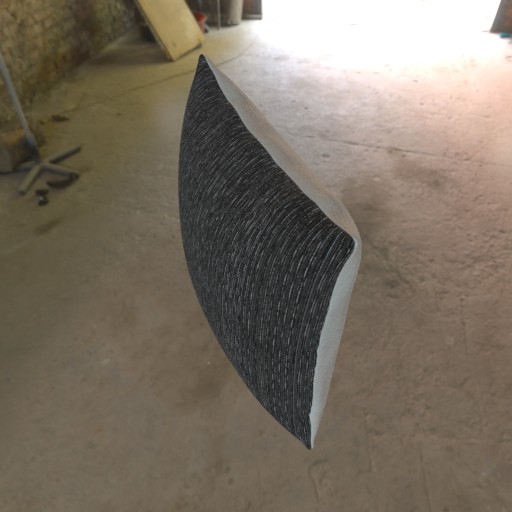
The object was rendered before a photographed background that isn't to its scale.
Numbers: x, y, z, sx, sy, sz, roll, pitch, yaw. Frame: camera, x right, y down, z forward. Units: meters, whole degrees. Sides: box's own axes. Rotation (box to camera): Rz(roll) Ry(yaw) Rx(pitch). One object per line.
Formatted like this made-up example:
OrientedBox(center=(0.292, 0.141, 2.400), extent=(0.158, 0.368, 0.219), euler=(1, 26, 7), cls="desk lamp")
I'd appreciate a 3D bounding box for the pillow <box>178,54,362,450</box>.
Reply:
OrientedBox(center=(0.000, 0.000, 0.655), extent=(0.196, 0.434, 0.433), euler=(-16, 47, -15), cls="pillow")
